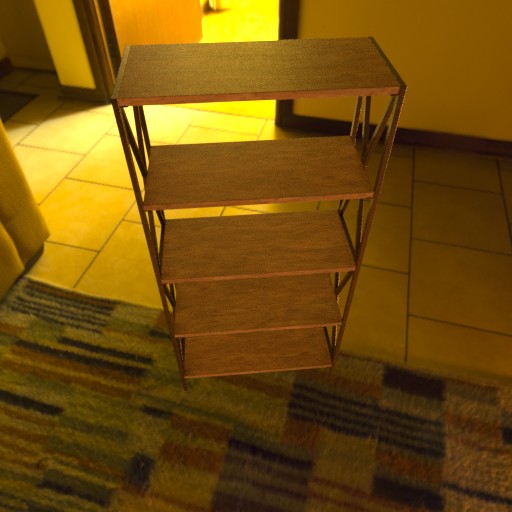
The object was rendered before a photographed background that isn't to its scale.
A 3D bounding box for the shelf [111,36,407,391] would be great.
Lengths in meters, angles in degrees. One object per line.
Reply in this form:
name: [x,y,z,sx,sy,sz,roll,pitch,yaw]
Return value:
shelf: [0.000,0.000,2.087,0.874,1.803,0.386,-4,47,-3]
